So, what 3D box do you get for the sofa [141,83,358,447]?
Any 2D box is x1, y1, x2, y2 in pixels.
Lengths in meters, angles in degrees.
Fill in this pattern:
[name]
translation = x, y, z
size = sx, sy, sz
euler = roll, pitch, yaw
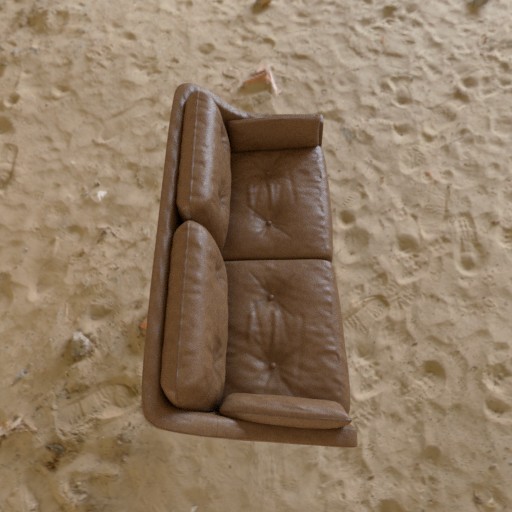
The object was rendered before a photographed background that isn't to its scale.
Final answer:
[sofa]
translation = 0.000, 0.000, 2.367
size = 0.904, 0.839, 1.902
euler = 0, 62, 0
